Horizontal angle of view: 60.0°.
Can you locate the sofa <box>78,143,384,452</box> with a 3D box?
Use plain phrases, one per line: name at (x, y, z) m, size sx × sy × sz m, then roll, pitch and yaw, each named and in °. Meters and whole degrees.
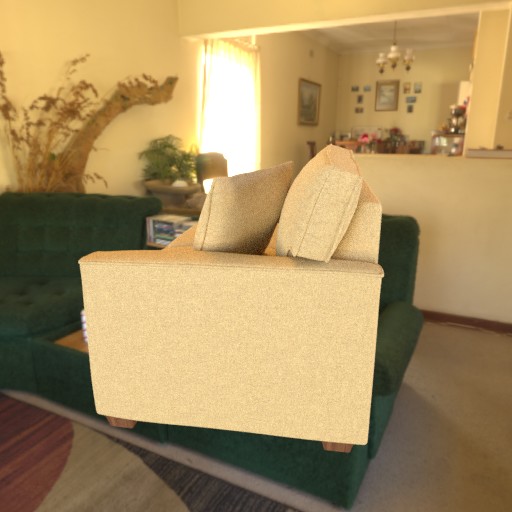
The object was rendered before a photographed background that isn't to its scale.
sofa at (0.000, 0.000, 2.056) m, size 0.991 × 0.989 × 1.388 m, roll 3°, pitch 16°, yaw 9°
